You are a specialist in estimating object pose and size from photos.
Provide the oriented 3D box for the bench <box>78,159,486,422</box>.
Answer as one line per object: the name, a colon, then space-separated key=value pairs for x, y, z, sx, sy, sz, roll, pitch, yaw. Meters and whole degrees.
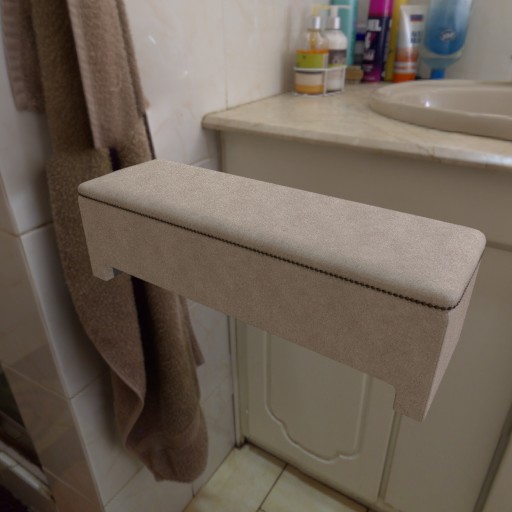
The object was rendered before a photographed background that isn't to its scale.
bench: x=0.000 y=0.000 z=1.694 sx=1.482 sy=0.447 sz=0.470 roll=18 pitch=33 yaw=30
